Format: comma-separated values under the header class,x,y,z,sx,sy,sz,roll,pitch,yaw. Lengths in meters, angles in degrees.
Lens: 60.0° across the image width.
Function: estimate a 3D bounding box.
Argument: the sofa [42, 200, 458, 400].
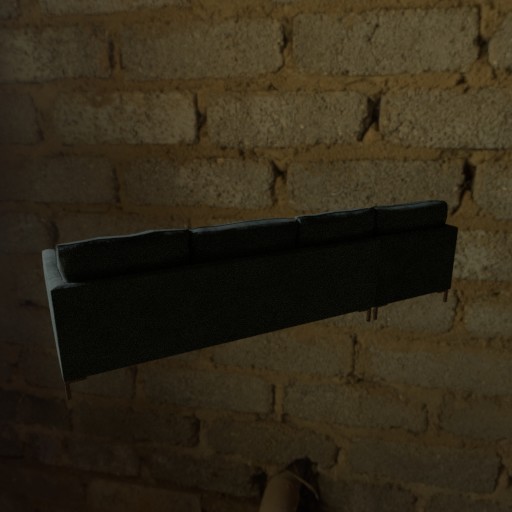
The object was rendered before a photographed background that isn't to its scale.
class,x,y,z,sx,sy,sz,roll,pitch,yaw
sofa,0.000,0.000,3.940,3.400,0.967,1.500,-9,19,-26
